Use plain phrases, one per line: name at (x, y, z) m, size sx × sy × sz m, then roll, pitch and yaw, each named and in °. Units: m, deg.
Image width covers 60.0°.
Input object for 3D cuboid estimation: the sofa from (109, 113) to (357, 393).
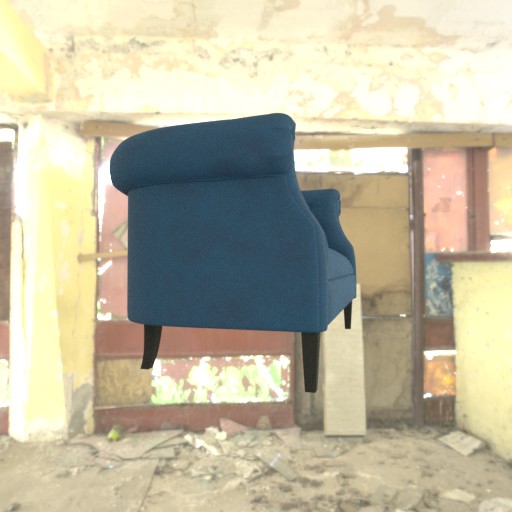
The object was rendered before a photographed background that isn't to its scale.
sofa at (0.000, 0.000, 2.056) m, size 0.835 × 0.827 × 1.558 m, roll 0°, pitch -1°, yaw 16°
